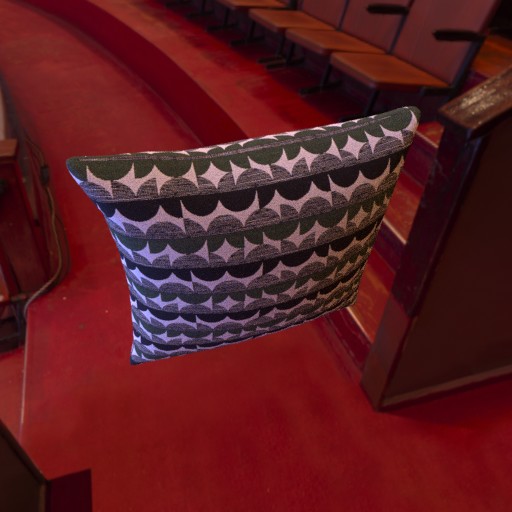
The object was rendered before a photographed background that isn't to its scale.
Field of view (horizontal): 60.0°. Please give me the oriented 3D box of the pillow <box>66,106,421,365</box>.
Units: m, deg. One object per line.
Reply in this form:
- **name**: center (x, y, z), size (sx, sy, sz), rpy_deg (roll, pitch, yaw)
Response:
- **pillow**: center (0.000, 0.000, 0.635), size (0.419, 0.404, 0.180), rpy_deg (-13, 42, -15)
